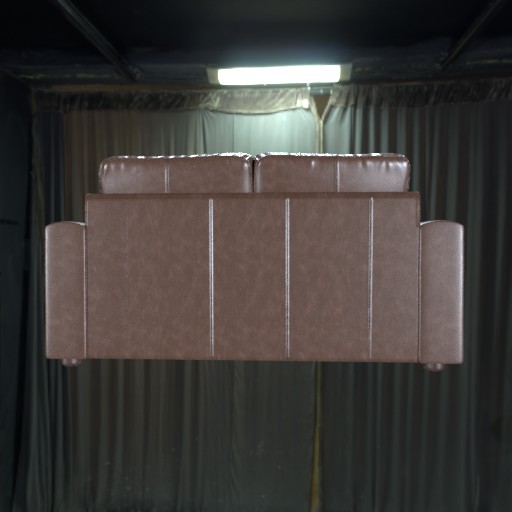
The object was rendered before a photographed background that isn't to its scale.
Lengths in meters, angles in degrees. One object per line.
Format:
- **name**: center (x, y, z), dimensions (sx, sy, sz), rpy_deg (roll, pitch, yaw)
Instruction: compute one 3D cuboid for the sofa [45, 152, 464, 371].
- **sofa**: center (0.000, 0.000, 2.194), dimensions (1.616, 0.873, 1.016), rpy_deg (0, 1, 3)
